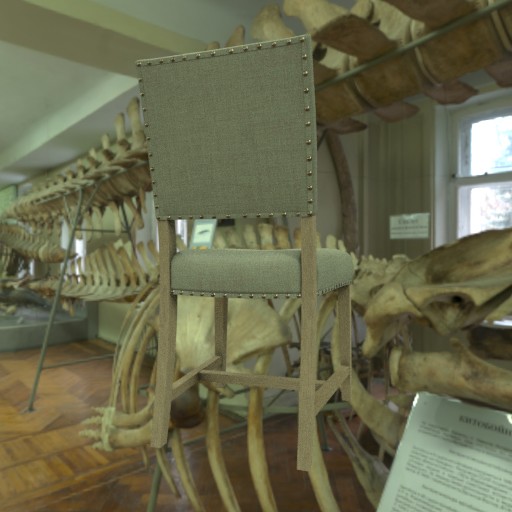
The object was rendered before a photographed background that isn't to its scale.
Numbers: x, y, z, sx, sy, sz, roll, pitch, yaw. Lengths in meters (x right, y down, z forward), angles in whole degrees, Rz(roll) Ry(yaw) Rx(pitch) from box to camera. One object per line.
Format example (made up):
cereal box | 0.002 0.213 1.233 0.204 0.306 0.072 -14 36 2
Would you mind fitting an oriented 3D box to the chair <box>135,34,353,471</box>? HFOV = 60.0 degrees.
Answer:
chair | 0.000 0.000 1.312 0.508 0.986 0.622 0 1 18
